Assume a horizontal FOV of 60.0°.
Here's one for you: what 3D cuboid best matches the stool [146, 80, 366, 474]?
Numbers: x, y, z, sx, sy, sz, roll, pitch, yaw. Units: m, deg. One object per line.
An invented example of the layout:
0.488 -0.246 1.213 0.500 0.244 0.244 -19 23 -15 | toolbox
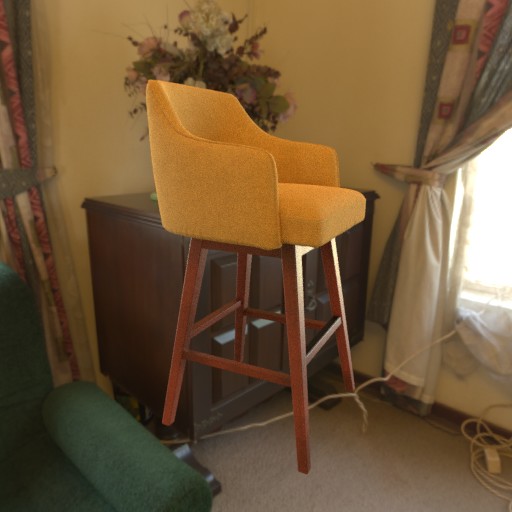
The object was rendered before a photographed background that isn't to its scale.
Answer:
0.000 0.000 1.357 0.558 1.012 0.548 7 16 26 | stool
